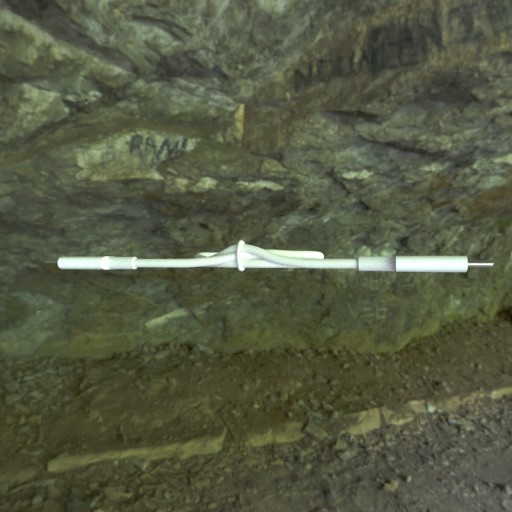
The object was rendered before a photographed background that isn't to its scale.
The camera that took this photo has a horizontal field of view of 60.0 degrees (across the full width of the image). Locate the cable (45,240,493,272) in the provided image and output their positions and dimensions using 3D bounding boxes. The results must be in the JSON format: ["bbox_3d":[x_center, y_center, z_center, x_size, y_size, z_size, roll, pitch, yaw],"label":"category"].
[{"bbox_3d":[0.000,0.000,0.225,0.203,0.014,0.070,0,0,17],"label":"cable"}]
